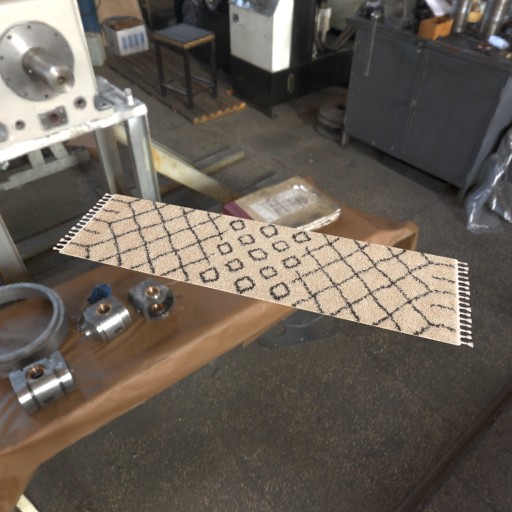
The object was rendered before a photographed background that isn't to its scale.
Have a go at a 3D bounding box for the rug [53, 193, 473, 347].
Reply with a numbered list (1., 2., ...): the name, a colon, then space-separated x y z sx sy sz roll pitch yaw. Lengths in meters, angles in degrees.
1. rug: 0.000 0.000 2.702 2.464 0.005 0.660 12 44 13
